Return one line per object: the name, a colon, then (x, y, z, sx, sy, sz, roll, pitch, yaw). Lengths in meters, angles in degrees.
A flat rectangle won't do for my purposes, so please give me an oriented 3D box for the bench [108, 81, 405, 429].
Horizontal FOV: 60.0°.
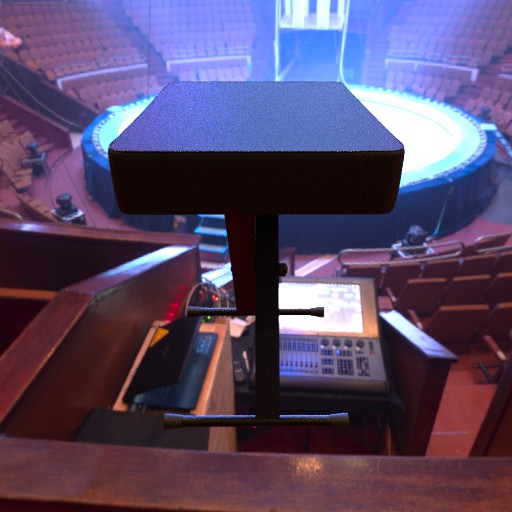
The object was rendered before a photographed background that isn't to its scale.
bench: (0.000, 0.000, 0.765, 0.321, 0.500, 0.424, 0, 31, 0)
